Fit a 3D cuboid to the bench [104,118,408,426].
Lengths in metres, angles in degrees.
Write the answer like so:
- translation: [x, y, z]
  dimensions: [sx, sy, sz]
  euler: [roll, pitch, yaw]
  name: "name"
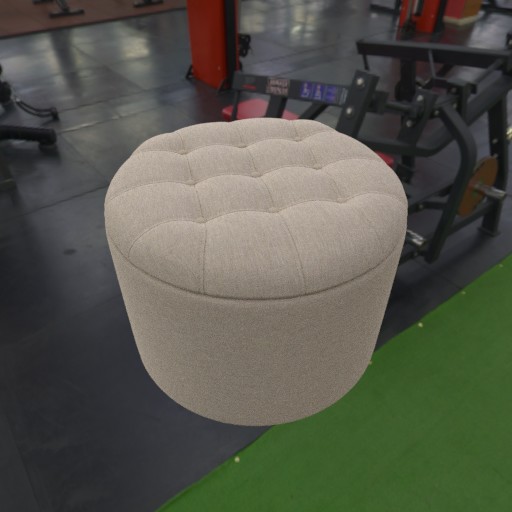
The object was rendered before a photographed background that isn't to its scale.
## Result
- translation: [0.000, 0.000, 1.002]
  dimensions: [0.600, 0.454, 0.600]
  euler: [0, 40, 0]
  name: "bench"
